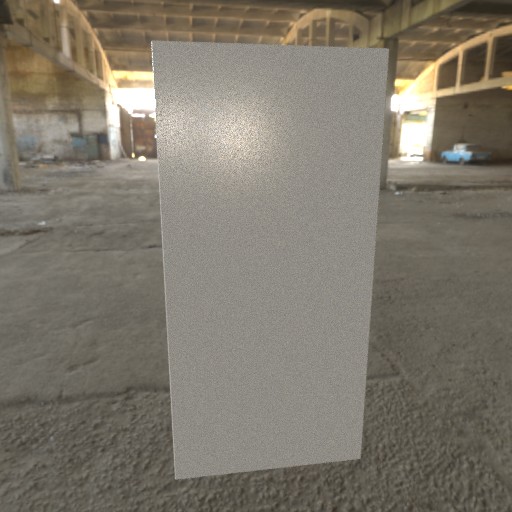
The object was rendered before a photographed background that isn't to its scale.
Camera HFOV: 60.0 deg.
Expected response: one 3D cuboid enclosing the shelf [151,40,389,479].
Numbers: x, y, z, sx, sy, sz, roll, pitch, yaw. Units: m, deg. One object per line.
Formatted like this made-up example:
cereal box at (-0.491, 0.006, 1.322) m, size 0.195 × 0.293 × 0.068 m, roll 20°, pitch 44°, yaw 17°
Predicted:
shelf at (0.000, 0.000, 0.742) m, size 0.290 × 0.594 × 0.297 m, roll -2°, pitch 15°, yaw -9°
